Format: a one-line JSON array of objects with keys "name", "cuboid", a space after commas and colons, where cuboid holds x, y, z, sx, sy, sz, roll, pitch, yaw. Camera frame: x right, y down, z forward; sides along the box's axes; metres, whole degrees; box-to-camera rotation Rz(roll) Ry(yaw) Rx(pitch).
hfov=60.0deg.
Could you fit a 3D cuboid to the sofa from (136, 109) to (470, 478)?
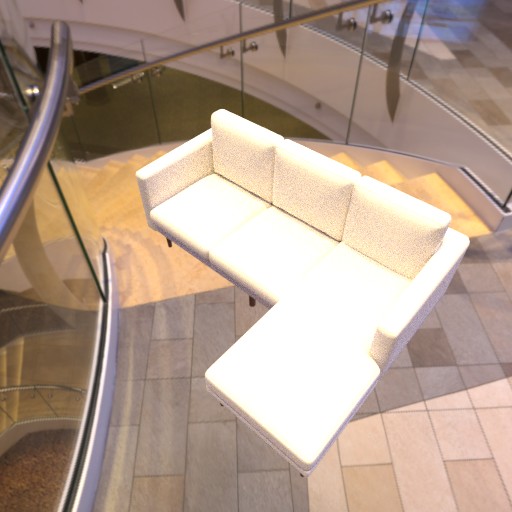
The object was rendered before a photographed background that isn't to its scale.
[{"name": "sofa", "cuboid": [0.000, 0.000, 2.833, 2.029, 0.899, 1.580, 33, 55, 26]}]
